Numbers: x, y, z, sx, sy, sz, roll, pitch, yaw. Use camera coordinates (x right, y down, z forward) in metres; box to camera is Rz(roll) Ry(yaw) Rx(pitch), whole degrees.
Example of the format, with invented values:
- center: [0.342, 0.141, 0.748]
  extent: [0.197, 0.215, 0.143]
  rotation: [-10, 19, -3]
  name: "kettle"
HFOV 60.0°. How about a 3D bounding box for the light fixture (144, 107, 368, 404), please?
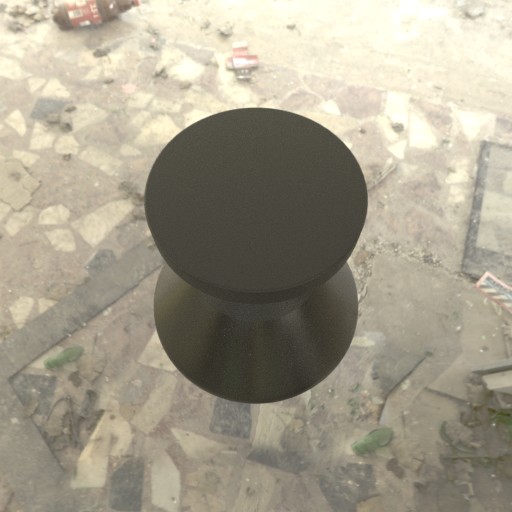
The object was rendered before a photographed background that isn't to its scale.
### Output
- center: [0.000, 0.000, 0.357]
  extent: [0.200, 0.183, 0.200]
  rotation: [0, 63, 0]
  name: "light fixture"
